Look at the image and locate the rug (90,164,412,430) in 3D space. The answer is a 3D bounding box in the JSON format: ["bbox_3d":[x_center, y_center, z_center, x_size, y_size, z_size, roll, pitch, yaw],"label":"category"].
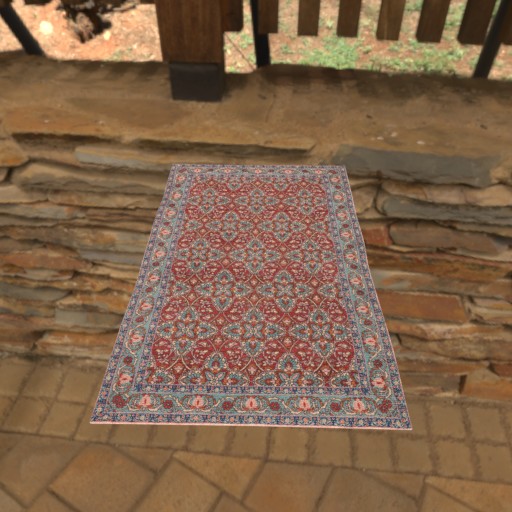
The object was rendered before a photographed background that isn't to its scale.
[{"bbox_3d":[0.000,0.000,3.005,1.533,0.011,2.439,1,41,1],"label":"rug"}]
